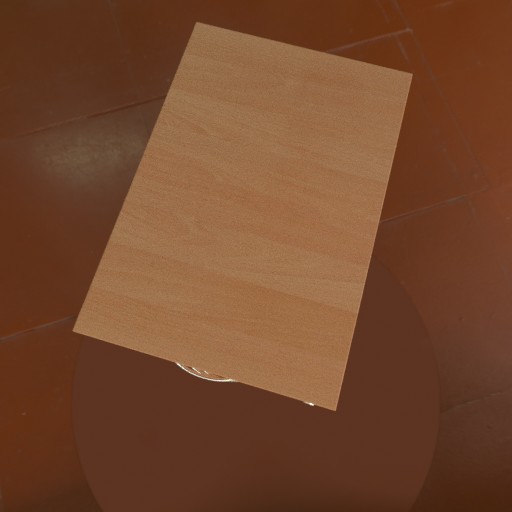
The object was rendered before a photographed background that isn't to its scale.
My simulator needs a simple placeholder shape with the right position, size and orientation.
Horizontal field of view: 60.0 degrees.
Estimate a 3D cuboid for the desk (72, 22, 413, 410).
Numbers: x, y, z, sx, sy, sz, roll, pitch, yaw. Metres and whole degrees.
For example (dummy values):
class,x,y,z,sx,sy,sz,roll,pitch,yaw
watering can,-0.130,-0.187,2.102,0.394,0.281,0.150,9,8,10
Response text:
class,x,y,z,sx,sy,sz,roll,pitch,yaw
desk,0.000,0.000,1.072,0.404,0.730,0.600,16,75,4
